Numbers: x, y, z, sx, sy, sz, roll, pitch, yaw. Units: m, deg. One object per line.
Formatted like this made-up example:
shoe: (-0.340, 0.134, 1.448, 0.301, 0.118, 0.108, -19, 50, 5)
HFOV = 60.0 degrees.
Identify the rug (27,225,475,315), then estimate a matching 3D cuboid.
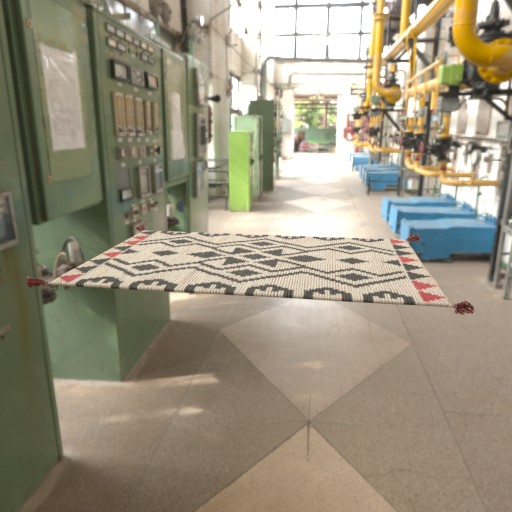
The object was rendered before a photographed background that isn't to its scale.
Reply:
rug: (0.000, 0.000, 3.342, 2.672, 0.066, 1.741, 2, 16, 9)
